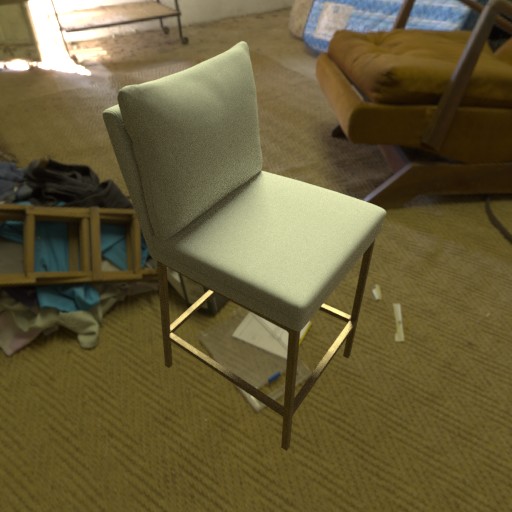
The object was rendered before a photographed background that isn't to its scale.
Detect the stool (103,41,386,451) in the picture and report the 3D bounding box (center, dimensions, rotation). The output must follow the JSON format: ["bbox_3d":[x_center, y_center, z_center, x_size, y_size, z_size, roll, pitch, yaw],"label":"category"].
[{"bbox_3d":[0.000,0.000,1.299,0.572,1.032,0.463,24,46,26],"label":"stool"}]
